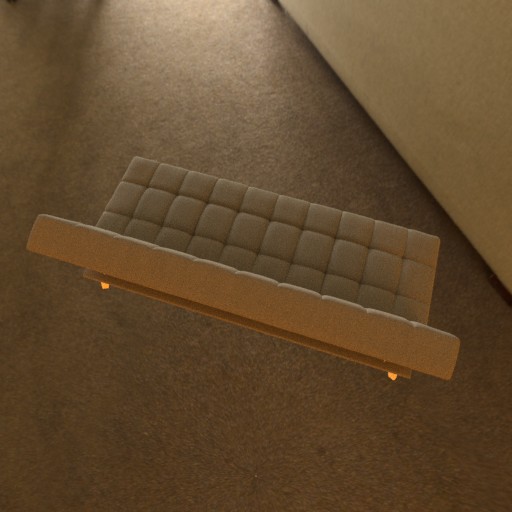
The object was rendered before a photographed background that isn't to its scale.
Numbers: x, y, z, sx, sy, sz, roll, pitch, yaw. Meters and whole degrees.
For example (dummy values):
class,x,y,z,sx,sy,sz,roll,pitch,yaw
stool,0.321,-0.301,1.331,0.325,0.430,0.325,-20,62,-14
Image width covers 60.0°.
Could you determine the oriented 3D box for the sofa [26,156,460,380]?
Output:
class,x,y,z,sx,sy,sz,roll,pitch,yaw
sofa,0.000,0.000,2.240,1.800,0.810,0.860,16,65,8
